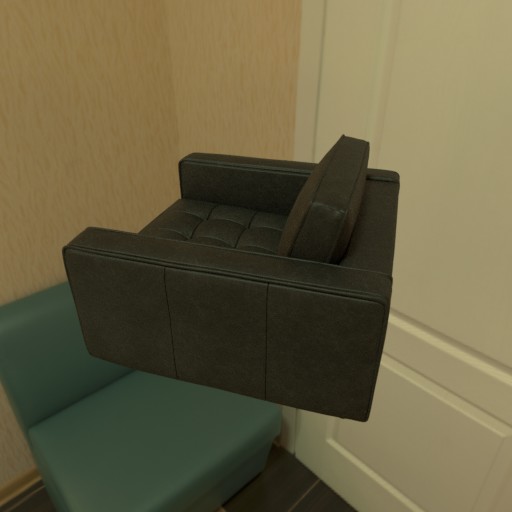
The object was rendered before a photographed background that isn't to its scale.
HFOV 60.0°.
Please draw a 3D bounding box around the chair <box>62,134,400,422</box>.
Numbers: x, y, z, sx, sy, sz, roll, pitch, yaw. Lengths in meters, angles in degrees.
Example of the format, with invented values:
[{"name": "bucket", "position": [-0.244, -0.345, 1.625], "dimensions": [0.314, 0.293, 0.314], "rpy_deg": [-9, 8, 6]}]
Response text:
[{"name": "chair", "position": [0.000, 0.000, 1.574], "dimensions": [0.914, 0.763, 0.889], "rpy_deg": [9, 32, 14]}]
